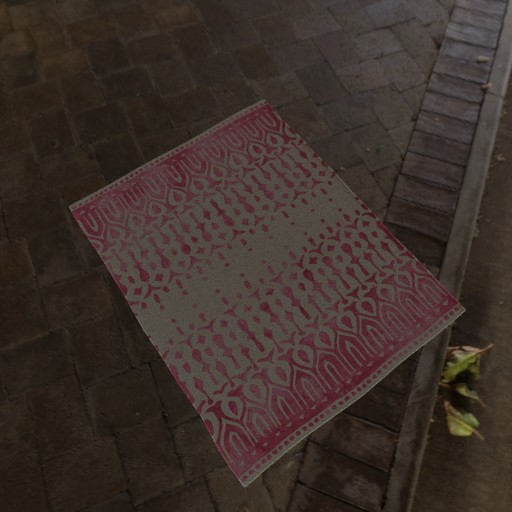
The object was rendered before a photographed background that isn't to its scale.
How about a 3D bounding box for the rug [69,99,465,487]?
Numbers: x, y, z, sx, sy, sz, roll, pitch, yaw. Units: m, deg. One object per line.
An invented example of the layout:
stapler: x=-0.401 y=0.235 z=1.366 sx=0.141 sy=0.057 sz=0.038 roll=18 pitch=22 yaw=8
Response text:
rug: x=0.000 y=0.000 z=4.199 sx=2.441 sy=0.016 sz=3.095 roll=-33 pitch=70 yaw=-14
